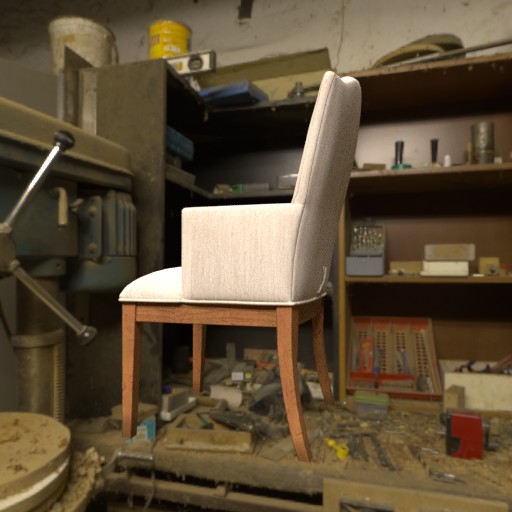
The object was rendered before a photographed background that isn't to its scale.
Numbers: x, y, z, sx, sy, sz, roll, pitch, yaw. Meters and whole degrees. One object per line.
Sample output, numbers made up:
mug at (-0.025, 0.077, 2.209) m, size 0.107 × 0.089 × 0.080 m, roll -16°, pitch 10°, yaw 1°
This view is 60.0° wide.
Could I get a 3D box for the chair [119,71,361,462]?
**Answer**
chair at (0.000, 0.000, 1.381) m, size 0.641 × 1.016 × 0.533 m, roll 0°, pitch -1°, yaw 17°
